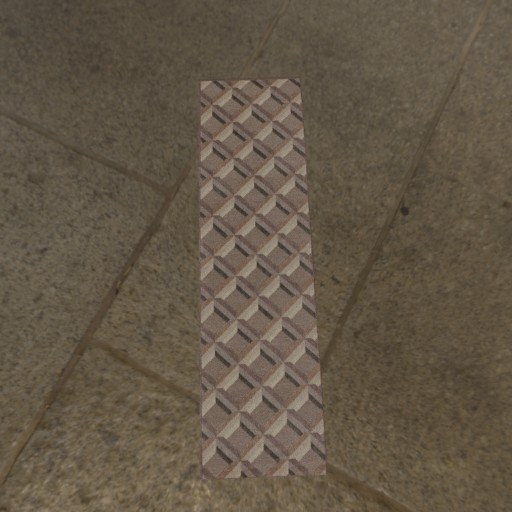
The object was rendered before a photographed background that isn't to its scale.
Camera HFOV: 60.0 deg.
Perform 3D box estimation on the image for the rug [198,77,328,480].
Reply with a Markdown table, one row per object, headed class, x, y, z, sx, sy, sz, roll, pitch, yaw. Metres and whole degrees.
| class | x | y | z | sx | sy | sz | roll | pitch | yaw |
| --- | --- | --- | --- | --- | --- | --- | --- | --- | --- |
| rug | 0.000 | 0.000 | 2.656 | 0.685 | 0.013 | 2.437 | -2 | 76 | 0 |
